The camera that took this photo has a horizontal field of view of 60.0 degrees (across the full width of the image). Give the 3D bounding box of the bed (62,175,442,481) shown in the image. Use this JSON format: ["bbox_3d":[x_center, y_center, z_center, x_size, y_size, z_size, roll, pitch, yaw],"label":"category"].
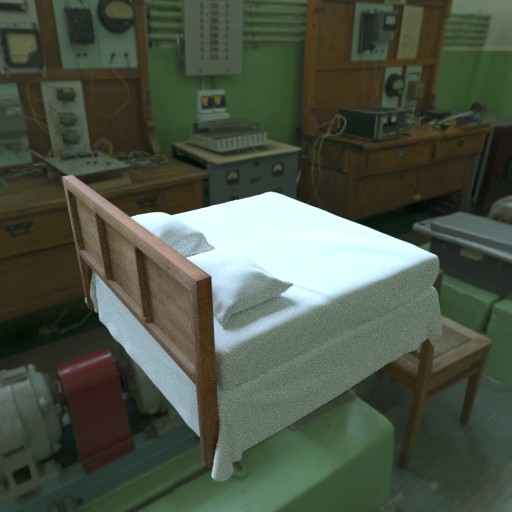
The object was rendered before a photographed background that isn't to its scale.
[{"bbox_3d":[0.000,0.000,3.419,2.165,1.158,2.255,-18,31,-33],"label":"bed"}]
